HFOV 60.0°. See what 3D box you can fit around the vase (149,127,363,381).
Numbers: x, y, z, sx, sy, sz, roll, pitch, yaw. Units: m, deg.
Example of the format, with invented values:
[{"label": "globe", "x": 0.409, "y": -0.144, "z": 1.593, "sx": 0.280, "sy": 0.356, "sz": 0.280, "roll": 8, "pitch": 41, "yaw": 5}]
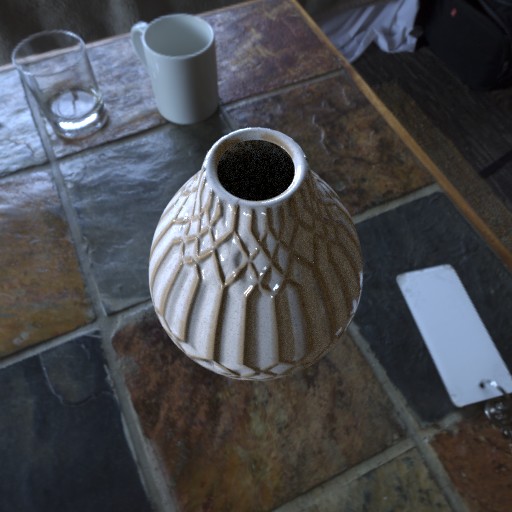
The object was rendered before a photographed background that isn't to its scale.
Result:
[{"label": "vase", "x": 0.000, "y": 0.000, "z": 0.315, "sx": 0.159, "sy": 0.200, "sz": 0.159, "roll": 0, "pitch": 62, "yaw": 0}]
